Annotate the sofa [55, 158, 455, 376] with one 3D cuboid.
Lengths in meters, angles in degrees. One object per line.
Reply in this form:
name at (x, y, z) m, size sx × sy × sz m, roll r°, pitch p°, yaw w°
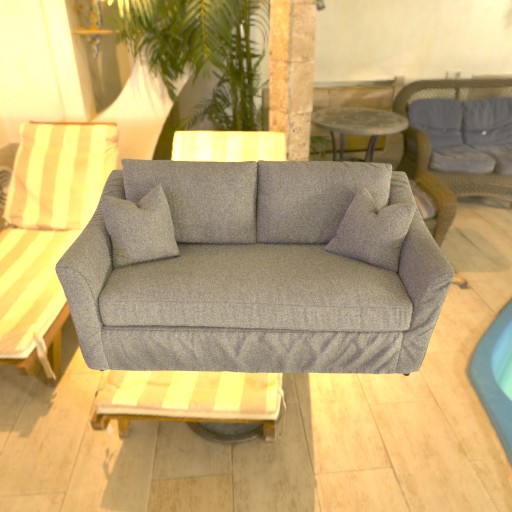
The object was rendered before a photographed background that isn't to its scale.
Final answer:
sofa at (0.000, 0.000, 2.726) m, size 2.010 × 1.018 × 1.072 m, roll 1°, pitch 30°, yaw 1°
